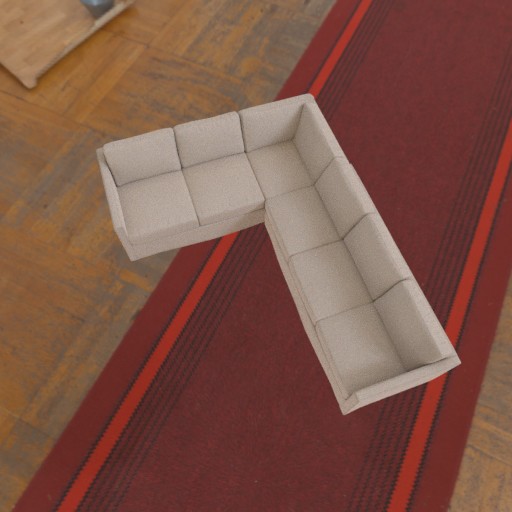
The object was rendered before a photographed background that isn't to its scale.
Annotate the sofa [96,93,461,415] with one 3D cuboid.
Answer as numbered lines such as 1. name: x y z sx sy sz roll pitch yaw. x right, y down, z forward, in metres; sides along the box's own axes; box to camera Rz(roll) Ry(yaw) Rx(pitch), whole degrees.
1. sofa: 0.000 0.000 4.290 2.432 0.871 3.182 -17 64 -9
